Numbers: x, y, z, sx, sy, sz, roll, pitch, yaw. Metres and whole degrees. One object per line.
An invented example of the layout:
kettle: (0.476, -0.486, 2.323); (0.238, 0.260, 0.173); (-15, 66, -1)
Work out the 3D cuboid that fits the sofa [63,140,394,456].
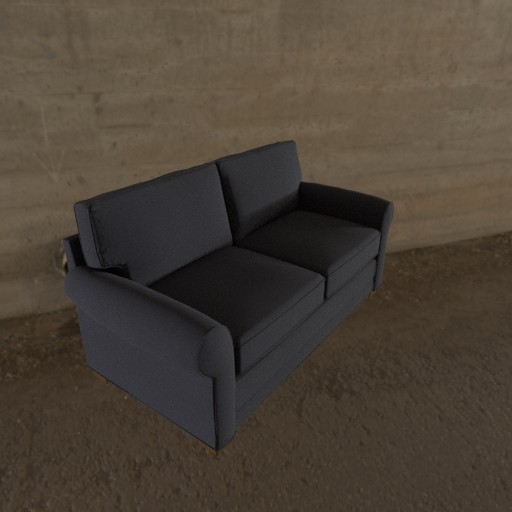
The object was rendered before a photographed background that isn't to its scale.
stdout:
sofa: (0.000, 0.000, 2.598); (0.951, 1.031, 2.009); (18, 31, 32)
